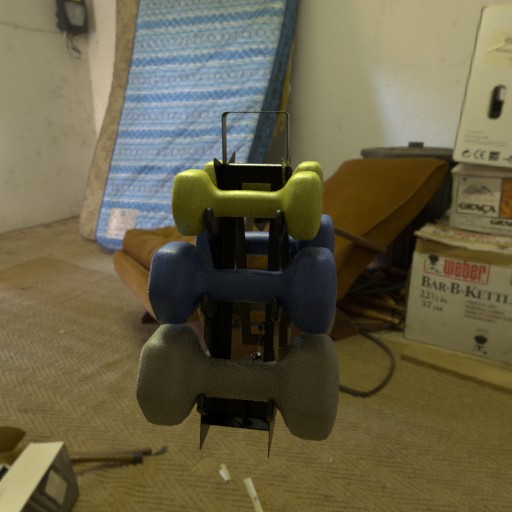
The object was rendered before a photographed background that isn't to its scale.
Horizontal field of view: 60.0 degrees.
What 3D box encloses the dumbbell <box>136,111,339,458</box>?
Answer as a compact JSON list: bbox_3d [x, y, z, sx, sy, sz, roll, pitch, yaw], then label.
[{"bbox_3d":[0.000,0.000,0.688,0.261,0.426,0.416,3,17,9],"label":"dumbbell"}]
